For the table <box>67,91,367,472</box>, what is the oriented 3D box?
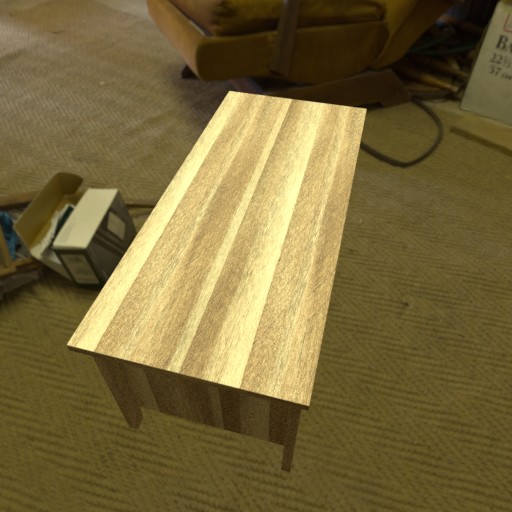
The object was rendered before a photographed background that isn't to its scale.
[{"bbox_3d":[0.000,0.000,1.378,0.493,0.480,1.095,11,48,10],"label":"table"}]
